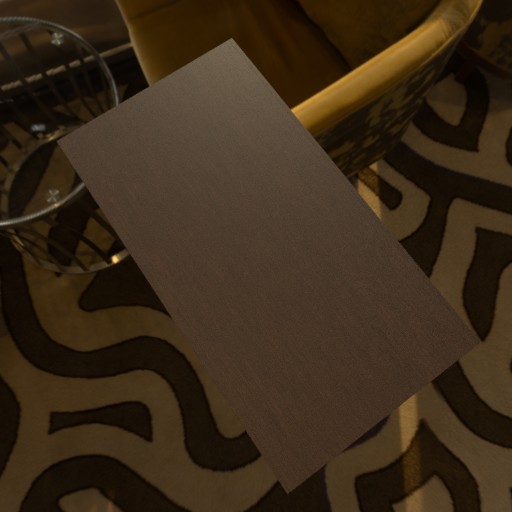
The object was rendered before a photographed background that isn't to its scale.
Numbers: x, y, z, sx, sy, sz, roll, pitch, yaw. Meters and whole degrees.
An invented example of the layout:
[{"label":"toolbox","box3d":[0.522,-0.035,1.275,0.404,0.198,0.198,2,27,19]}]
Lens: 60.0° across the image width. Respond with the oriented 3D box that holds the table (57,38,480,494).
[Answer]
[{"label":"table","box3d":[0.000,0.000,1.380,0.597,0.424,1.099,-34,78,-8]}]
